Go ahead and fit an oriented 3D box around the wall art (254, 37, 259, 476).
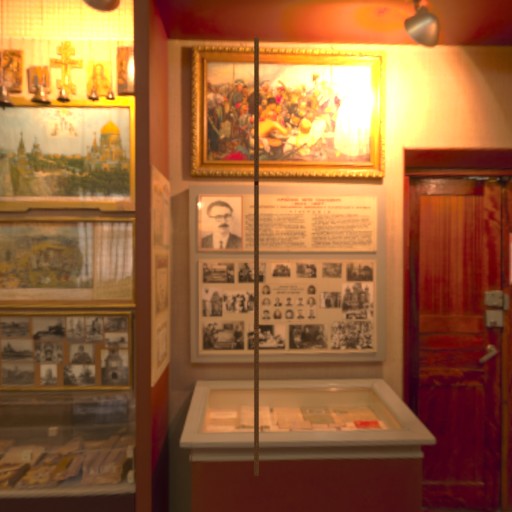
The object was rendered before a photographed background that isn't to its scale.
[{"bbox_3d":[0.000,0.000,1.384,0.010,0.917,0.919,0,0,0],"label":"wall art"}]
